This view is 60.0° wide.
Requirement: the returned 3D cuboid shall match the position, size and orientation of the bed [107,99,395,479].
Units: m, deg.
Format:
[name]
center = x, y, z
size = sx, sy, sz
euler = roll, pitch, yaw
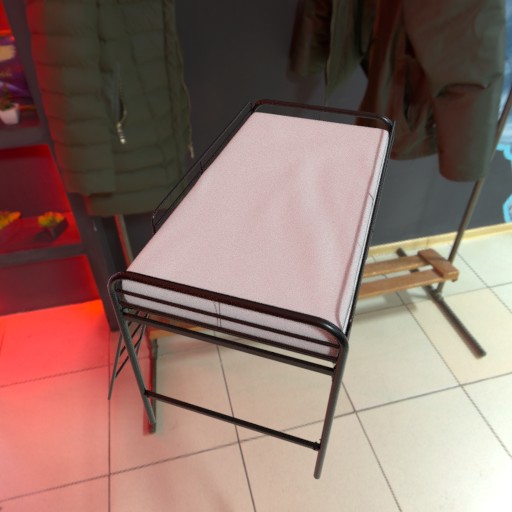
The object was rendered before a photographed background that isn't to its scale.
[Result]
[bed]
center = 0.000, 0.000, 2.895
size = 1.393, 1.289, 1.968
euler = 12, 43, 14
